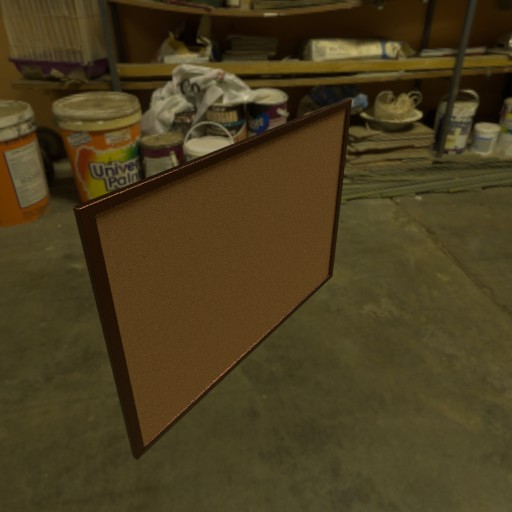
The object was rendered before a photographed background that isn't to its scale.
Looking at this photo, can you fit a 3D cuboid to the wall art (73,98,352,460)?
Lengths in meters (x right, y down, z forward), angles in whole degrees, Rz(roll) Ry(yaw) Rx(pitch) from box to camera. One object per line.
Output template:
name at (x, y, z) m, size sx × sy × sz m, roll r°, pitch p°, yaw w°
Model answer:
wall art at (0.000, 0.000, 1.026) m, size 0.014 × 0.559 × 0.816 m, roll 22°, pitch 38°, yaw 31°
